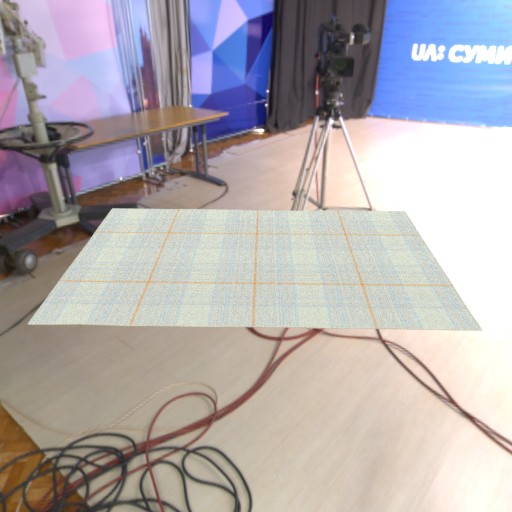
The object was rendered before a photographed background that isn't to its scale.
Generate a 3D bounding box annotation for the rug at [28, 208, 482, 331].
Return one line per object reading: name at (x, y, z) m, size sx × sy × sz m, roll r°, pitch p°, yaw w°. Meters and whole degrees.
rug at (0.000, 0.000, 3.035) m, size 2.442 × 0.016 × 1.527 m, roll 1°, pitch 30°, yaw 1°
